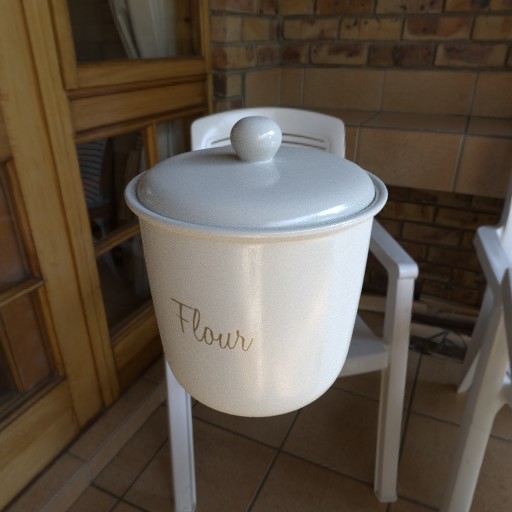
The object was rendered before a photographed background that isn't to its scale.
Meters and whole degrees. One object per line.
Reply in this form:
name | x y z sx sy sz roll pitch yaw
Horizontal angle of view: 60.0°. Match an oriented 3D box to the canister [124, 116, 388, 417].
canister | 0.000 0.000 0.342 0.182 0.208 0.182 0 26 0
